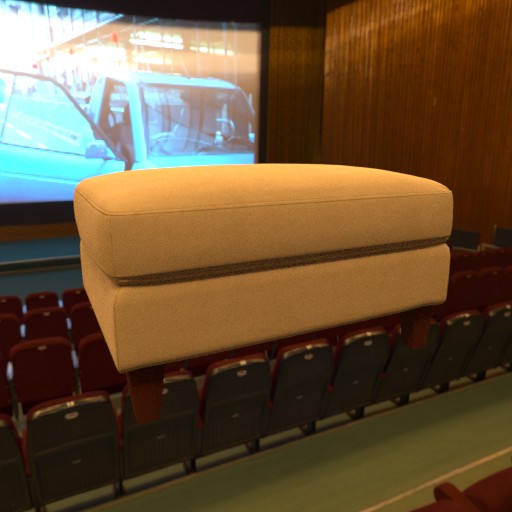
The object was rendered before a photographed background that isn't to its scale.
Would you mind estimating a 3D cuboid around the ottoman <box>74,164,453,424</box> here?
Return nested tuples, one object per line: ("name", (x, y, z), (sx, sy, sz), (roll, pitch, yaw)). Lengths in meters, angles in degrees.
("ottoman", (0.000, 0.000, 1.198), (0.864, 0.483, 0.584), (-7, 16, -26))
